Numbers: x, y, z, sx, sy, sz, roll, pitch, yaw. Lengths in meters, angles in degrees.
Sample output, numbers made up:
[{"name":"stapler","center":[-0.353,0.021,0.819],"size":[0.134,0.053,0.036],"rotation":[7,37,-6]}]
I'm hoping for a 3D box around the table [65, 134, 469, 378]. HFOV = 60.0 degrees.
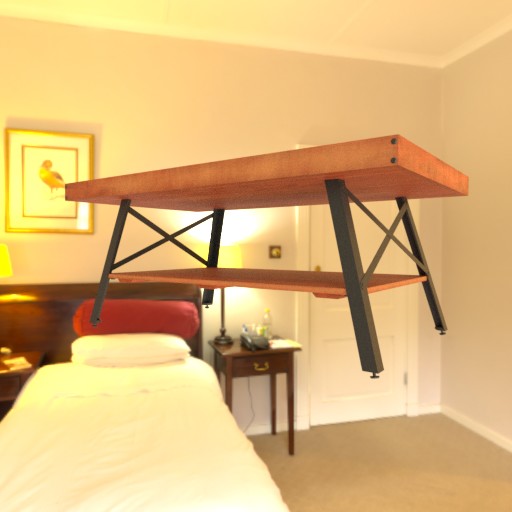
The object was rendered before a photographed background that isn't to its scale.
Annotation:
[{"name":"table","center":[0.000,0.000,1.347],"size":[1.067,0.457,0.610],"rotation":[1,2,36]}]
